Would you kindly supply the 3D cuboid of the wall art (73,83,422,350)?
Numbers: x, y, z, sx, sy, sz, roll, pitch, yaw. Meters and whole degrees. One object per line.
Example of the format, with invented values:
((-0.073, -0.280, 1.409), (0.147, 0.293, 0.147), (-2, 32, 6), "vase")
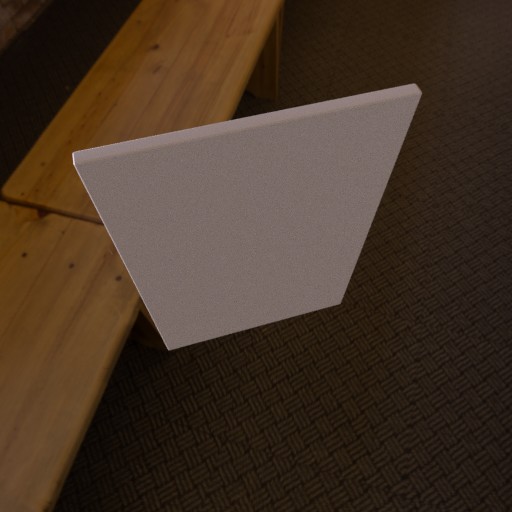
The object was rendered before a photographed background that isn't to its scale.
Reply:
((0.000, 0.000, 1.503), (0.808, 1.183, 0.038), (-14, 60, -8), "wall art")
